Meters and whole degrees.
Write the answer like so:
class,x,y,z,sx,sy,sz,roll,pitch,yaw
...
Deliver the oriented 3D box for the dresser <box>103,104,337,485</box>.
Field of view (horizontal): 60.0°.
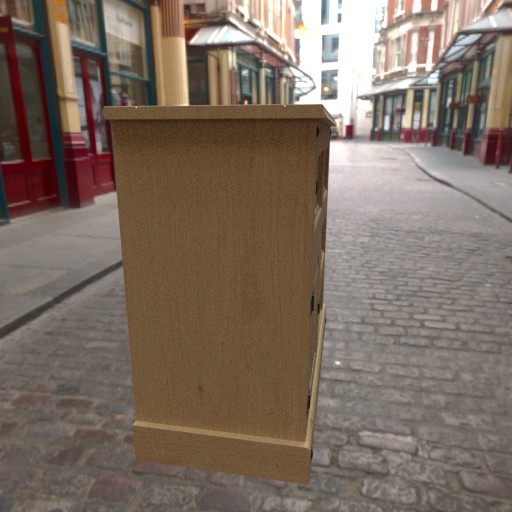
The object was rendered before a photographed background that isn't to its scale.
class,x,y,z,sx,sy,sz,roll,pitch,yaw
dresser,0.000,0.000,1.377,0.440,0.835,0.915,3,16,11
